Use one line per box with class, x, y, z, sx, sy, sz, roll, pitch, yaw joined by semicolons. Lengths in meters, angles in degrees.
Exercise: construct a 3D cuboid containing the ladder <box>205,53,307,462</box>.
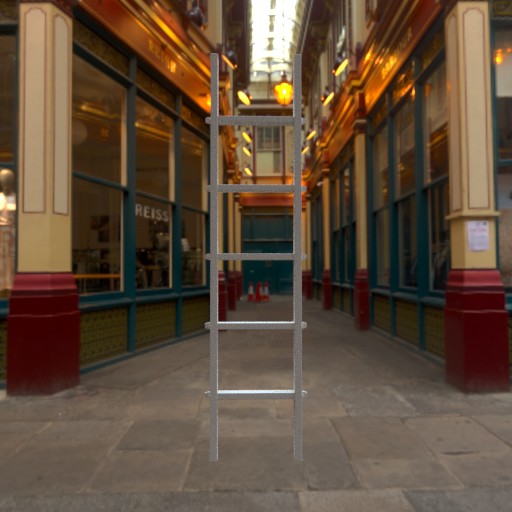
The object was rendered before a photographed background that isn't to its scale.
ladder;0.000;0.000;1.979;0.452;1.797;0.051;0;-1;-1
